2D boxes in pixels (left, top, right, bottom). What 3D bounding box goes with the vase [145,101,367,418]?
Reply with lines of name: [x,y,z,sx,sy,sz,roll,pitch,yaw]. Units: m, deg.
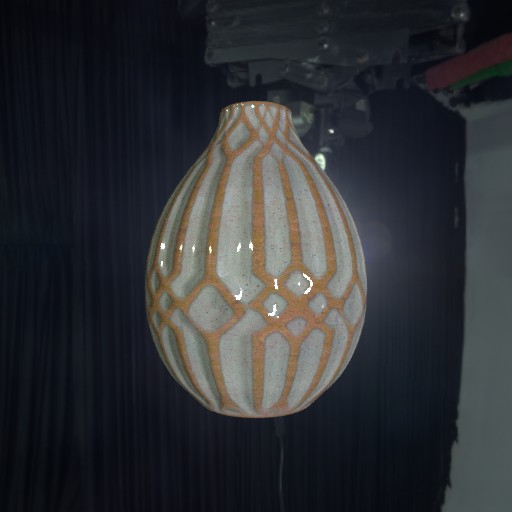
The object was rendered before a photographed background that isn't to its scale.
vase: [0.000,0.000,0.270,0.131,0.175,0.131,0,-1,0]
